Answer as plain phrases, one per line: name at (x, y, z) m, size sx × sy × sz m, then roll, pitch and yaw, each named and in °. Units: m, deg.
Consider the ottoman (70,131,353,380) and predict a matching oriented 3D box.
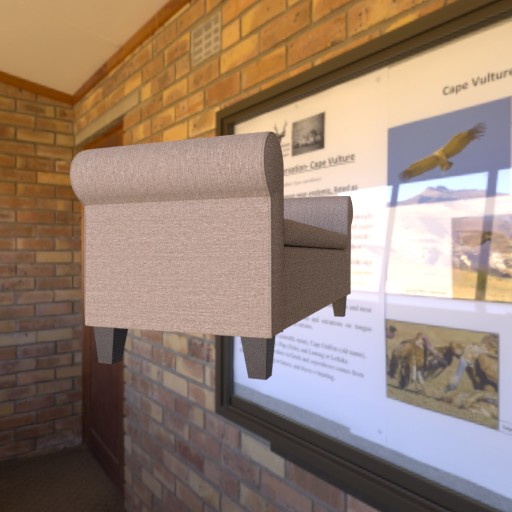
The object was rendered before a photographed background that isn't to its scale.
ottoman at (0.000, 0.000, 1.579) m, size 0.521 × 0.547 × 1.256 m, roll 0°, pitch 0°, yaw 20°
